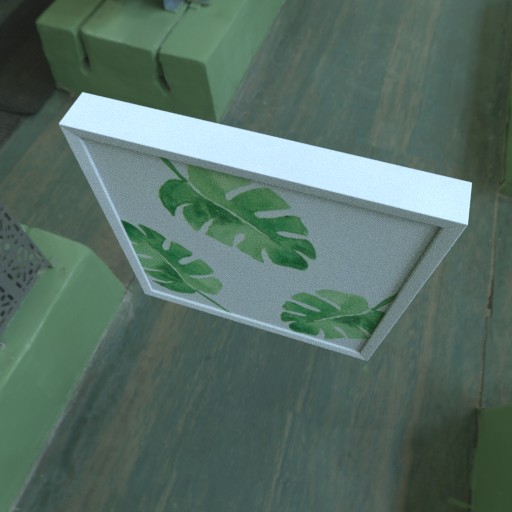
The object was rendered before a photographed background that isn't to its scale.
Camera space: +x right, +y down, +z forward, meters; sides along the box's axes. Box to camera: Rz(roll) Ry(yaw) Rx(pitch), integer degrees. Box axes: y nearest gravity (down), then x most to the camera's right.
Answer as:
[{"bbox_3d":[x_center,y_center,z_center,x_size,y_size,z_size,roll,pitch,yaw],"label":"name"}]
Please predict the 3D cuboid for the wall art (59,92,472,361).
[{"bbox_3d":[0.000,0.000,0.456,0.305,0.305,0.038,15,61,9],"label":"wall art"}]
